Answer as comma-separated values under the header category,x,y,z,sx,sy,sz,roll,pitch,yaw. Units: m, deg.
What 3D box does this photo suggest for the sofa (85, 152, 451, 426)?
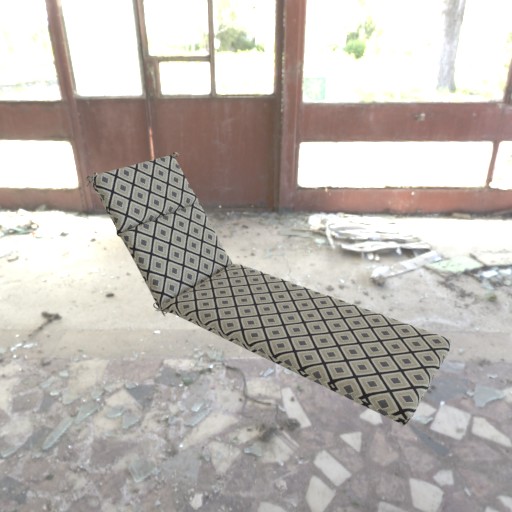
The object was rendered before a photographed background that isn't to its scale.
category,x,y,z,sx,sy,sz,roll,pitch,yaw
sofa,0.000,0.000,1.993,1.663,0.622,0.582,19,32,32
